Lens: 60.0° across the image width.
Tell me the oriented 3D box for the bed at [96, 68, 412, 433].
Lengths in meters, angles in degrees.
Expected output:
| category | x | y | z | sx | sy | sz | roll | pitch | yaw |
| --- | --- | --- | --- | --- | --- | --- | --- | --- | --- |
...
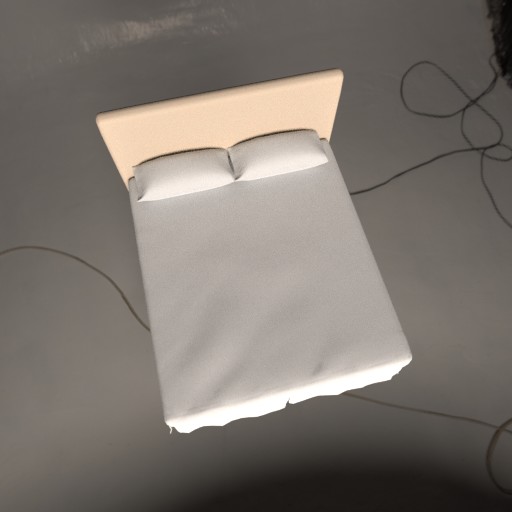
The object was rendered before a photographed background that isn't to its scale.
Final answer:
| category | x | y | z | sx | sy | sz | roll | pitch | yaw |
| --- | --- | --- | --- | --- | --- | --- | --- | --- | --- |
| bed | 0.000 | 0.000 | 3.354 | 1.884 | 1.330 | 2.142 | -13 | 66 | -6 |
